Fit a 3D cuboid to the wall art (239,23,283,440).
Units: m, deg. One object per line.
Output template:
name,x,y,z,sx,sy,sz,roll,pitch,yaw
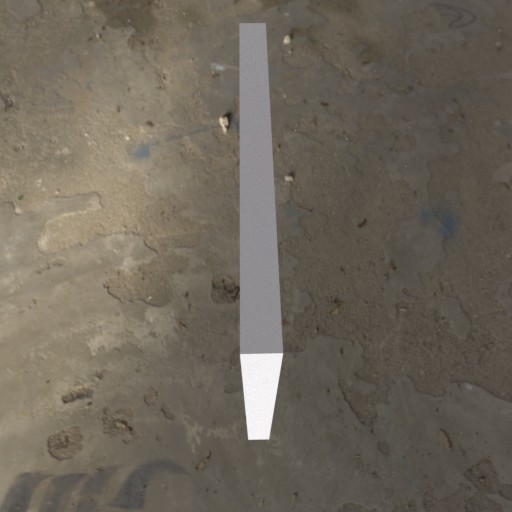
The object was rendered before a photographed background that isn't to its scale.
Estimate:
wall art,0.000,0.000,0.525,0.027,0.355,0.355,-1,59,-1
